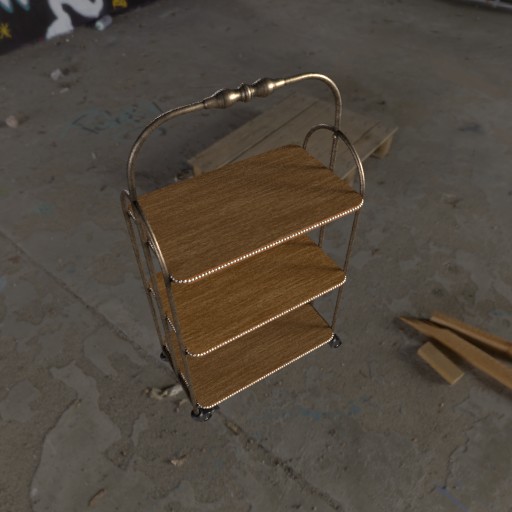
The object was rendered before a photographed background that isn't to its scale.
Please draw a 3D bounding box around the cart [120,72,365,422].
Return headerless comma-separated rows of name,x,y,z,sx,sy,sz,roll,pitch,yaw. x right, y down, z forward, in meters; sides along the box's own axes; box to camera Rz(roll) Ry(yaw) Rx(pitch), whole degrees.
cart,0.000,0.000,1.301,0.650,1.052,0.330,-24,51,-21
